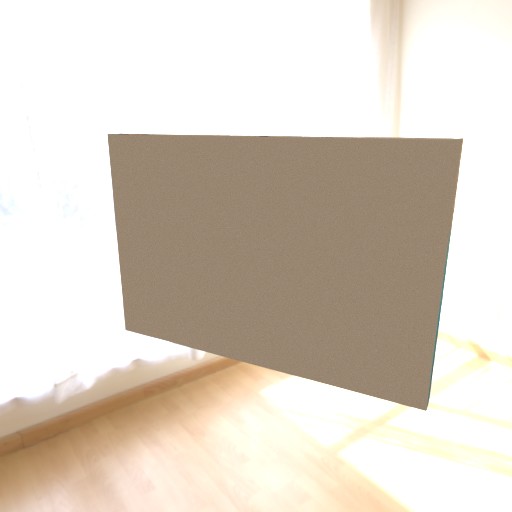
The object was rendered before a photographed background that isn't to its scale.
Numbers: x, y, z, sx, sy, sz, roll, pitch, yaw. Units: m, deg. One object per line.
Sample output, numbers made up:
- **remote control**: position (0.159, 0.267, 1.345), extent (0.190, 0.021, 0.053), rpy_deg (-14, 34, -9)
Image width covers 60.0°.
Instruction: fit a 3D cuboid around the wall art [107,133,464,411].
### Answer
- **wall art**: position (0.000, 0.000, 1.133), extent (0.894, 0.595, 0.057), rpy_deg (8, 19, 26)
